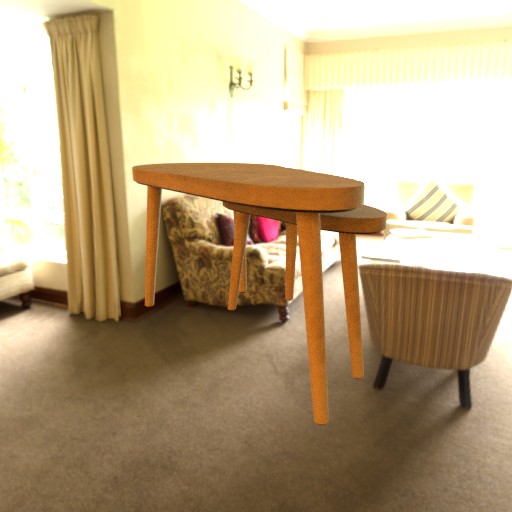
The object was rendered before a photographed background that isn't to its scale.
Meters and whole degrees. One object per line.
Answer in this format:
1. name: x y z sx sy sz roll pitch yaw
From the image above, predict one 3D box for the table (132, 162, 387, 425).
1. table: 0.000 0.000 1.558 0.701 0.595 1.190 -7 16 -24
